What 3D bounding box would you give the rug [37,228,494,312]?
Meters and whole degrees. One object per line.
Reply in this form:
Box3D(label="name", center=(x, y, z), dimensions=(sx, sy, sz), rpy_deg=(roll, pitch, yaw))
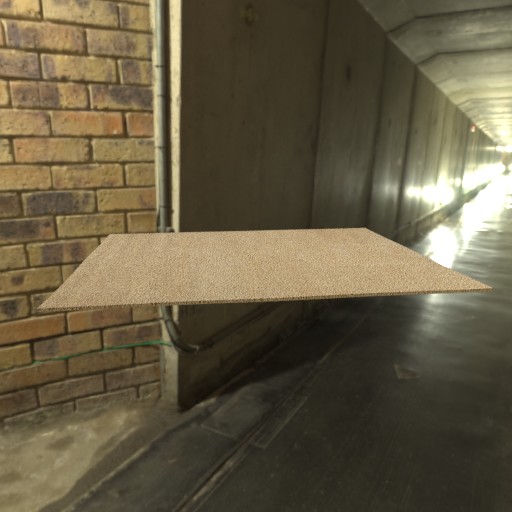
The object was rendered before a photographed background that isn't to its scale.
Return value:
Box3D(label="rug", center=(0.000, 0.000, 4.031), dimensions=(3.000, 0.025, 2.400), rpy_deg=(-2, 14, -7))
